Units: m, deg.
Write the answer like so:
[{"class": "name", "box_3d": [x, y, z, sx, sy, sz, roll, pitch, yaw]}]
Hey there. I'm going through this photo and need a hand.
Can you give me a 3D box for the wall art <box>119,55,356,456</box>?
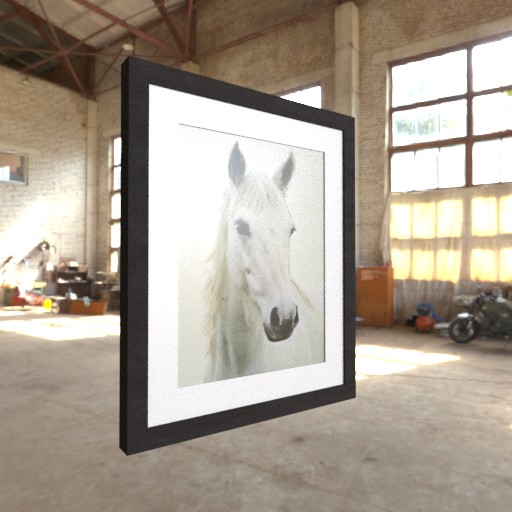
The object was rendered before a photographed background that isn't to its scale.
[{"class": "wall art", "box_3d": [0.000, 0.000, 0.756, 0.455, 0.552, 0.034, 1, -1, -35]}]
